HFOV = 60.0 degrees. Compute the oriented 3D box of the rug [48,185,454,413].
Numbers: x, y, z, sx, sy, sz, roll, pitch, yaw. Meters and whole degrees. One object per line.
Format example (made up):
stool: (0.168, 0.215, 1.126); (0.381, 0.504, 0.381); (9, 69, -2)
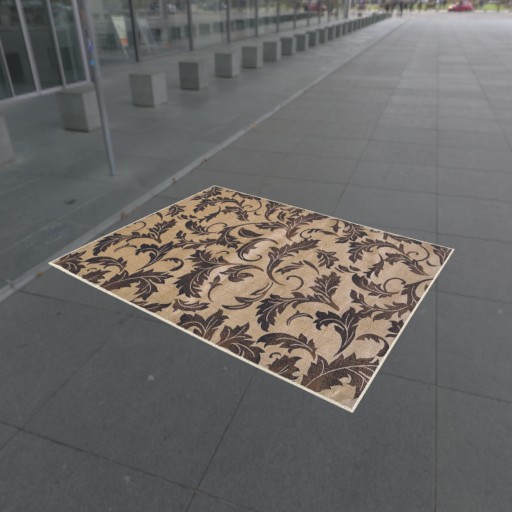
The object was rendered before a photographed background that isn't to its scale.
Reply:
rug: (0.000, 0.000, 4.129); (2.977, 0.008, 2.380); (19, 35, 29)
